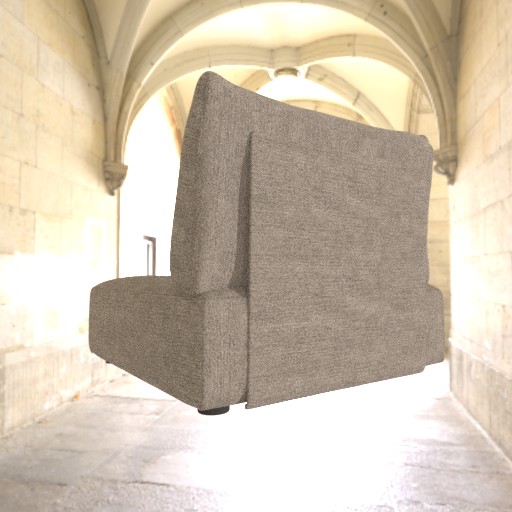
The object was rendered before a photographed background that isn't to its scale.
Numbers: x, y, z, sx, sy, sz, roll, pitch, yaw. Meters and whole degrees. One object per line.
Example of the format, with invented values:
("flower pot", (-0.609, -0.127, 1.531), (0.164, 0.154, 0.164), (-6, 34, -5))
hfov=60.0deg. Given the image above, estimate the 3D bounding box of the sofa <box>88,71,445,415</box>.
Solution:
("sofa", (0.000, 0.000, 1.669), (1.000, 0.820, 1.000), (2, -3, -35))
